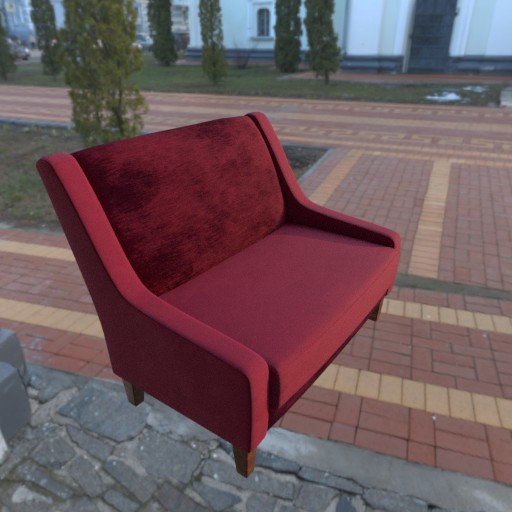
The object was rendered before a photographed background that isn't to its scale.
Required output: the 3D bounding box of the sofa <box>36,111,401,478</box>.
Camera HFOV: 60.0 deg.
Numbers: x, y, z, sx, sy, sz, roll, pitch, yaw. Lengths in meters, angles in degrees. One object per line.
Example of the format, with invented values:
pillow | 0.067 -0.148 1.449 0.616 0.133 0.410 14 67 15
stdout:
sofa | 0.000 0.000 1.881 0.946 0.976 1.242 18 31 31
